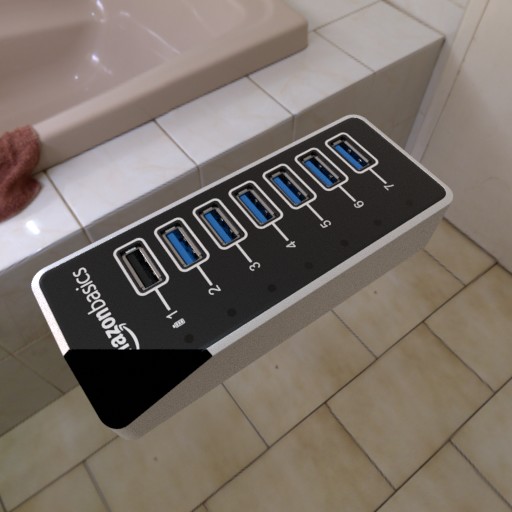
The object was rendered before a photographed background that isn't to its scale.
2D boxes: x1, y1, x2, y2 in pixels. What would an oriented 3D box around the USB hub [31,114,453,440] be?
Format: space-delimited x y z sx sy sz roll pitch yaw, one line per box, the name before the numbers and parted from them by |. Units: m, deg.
USB hub | 0.000 0.000 0.127 0.110 0.023 0.044 -30 62 -18
